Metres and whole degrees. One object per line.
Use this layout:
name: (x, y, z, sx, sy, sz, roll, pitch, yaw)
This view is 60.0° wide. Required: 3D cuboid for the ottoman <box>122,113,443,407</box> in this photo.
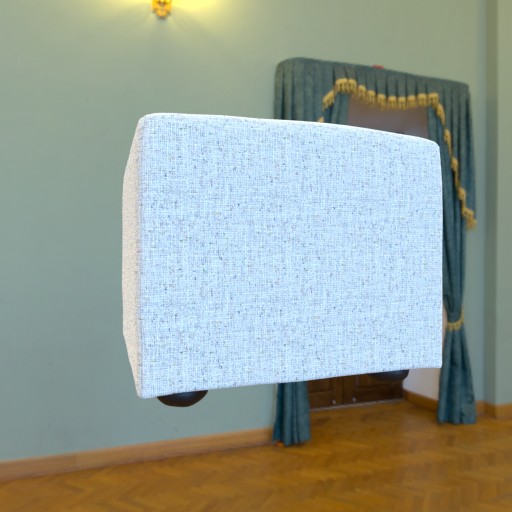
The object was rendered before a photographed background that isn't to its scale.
ottoman: (0.000, 0.000, 0.911, 0.512, 0.453, 0.521, 0, 1, -19)
